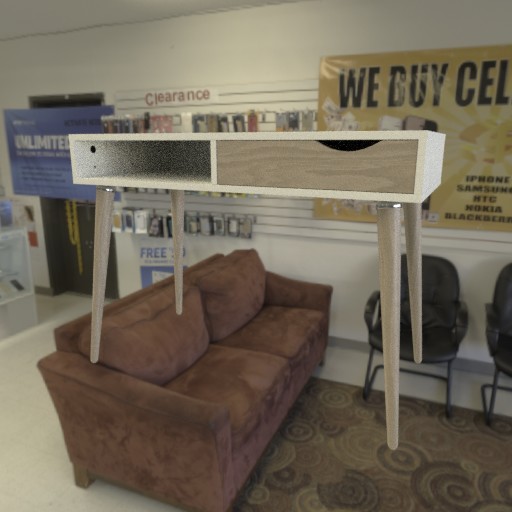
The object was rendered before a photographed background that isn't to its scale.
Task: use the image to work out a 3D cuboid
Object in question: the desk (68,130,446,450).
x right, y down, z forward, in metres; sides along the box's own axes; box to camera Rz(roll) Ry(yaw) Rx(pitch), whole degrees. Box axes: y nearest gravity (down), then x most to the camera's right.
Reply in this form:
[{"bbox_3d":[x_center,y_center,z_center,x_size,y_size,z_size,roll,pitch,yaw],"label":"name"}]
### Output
[{"bbox_3d":[0.000,0.000,1.365,0.979,0.723,0.491,7,16,25],"label":"desk"}]
